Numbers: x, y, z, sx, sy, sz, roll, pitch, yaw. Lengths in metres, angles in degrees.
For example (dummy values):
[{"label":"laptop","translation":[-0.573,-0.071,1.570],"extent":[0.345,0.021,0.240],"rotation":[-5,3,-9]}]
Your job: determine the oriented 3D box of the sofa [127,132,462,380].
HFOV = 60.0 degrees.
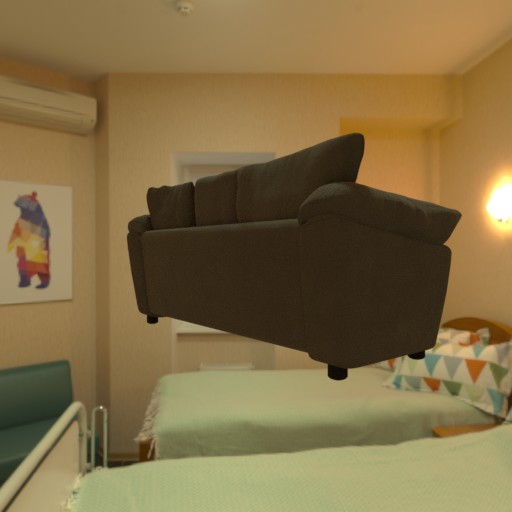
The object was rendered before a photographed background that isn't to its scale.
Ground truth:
[{"label":"sofa","translation":[0.000,0.000,2.895],"extent":[0.878,1.073,2.336],"rotation":[0,1,-38]}]
